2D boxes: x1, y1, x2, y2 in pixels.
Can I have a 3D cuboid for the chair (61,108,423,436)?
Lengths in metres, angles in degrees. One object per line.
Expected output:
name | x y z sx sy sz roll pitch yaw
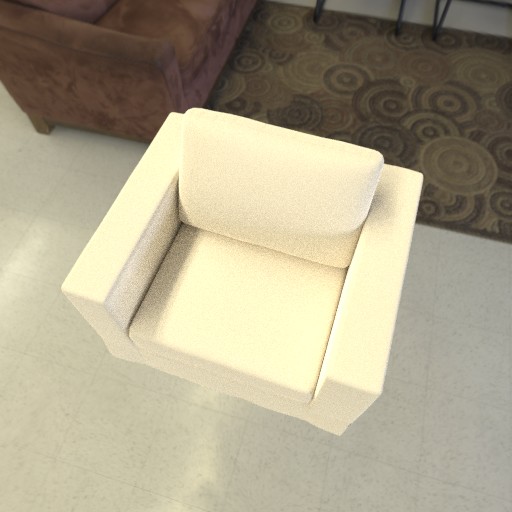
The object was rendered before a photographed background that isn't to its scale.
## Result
chair | 0.000 0.000 1.820 1.150 0.878 0.957 16 61 9
